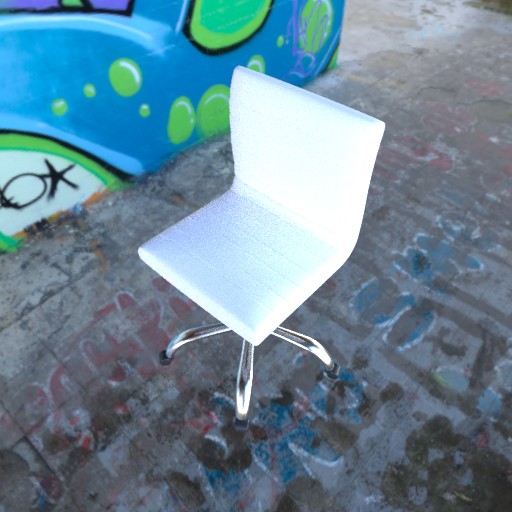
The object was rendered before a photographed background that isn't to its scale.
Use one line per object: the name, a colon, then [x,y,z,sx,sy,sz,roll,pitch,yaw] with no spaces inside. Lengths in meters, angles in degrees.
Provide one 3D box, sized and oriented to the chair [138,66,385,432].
chair: [0.000,0.000,1.138,0.556,0.780,0.530,33,55,27]
